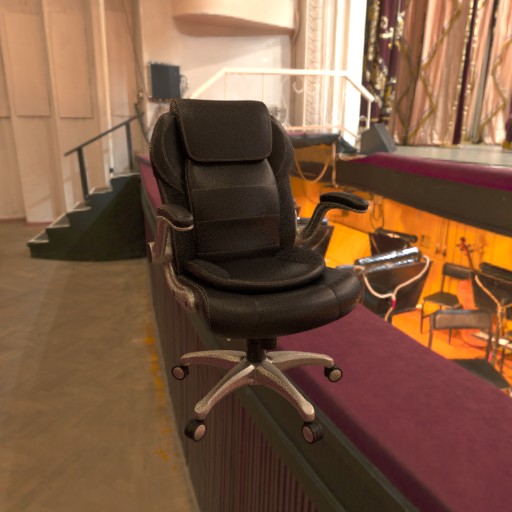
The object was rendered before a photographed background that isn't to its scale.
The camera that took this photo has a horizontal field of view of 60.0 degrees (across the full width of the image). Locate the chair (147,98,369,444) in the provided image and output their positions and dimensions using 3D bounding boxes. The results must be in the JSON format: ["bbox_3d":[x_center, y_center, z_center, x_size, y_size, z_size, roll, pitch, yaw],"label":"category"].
[{"bbox_3d":[0.000,0.000,1.665,0.724,1.141,0.801,-8,18,-24],"label":"chair"}]
